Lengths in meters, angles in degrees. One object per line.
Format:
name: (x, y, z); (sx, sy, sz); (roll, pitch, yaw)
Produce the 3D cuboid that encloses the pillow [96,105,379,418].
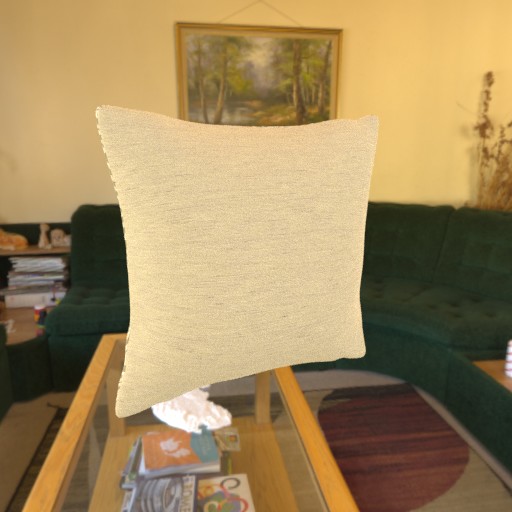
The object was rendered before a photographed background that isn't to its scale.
pillow: (0.000, 0.000, 0.667); (0.438, 0.421, 0.167); (-6, 15, -25)
